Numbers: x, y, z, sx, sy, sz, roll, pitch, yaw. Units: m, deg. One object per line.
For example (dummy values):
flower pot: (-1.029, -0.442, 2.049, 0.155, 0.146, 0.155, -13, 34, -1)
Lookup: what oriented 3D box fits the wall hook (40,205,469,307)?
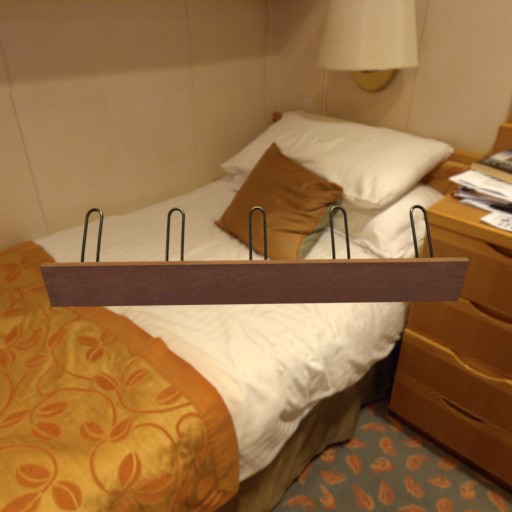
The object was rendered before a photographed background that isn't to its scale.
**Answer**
wall hook: (0.000, 0.000, 0.609, 0.554, 0.116, 0.076, -1, 30, -1)
